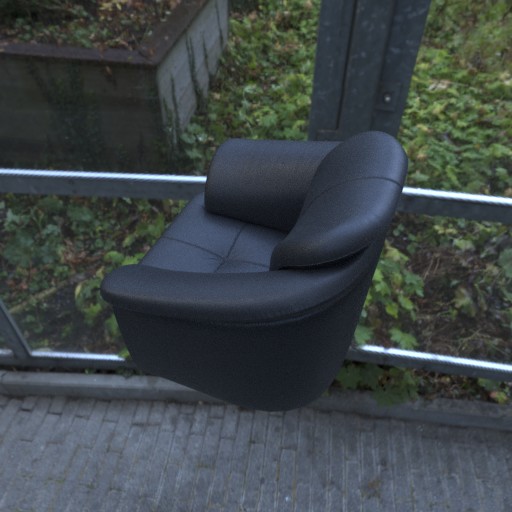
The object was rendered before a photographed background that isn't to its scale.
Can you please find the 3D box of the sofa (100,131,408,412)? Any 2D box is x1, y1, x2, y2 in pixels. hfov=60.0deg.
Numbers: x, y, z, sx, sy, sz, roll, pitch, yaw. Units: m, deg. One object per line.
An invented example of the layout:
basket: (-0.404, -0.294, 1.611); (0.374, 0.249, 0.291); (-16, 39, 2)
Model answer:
sofa: (0.000, 0.000, 1.486); (0.794, 0.811, 0.870); (16, 47, 15)
